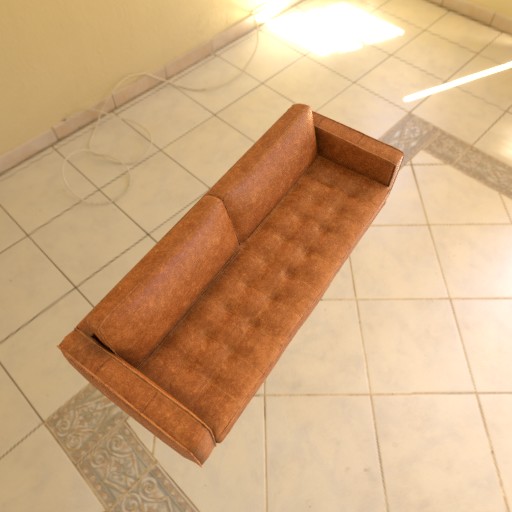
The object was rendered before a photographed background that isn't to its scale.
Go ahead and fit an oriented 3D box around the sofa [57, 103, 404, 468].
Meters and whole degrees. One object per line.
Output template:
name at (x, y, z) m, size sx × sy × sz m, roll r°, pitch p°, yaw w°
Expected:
sofa at (0.000, 0.000, 2.642) m, size 0.886 × 0.779 × 2.199 m, roll 30°, pitch 62°, yaw 18°
